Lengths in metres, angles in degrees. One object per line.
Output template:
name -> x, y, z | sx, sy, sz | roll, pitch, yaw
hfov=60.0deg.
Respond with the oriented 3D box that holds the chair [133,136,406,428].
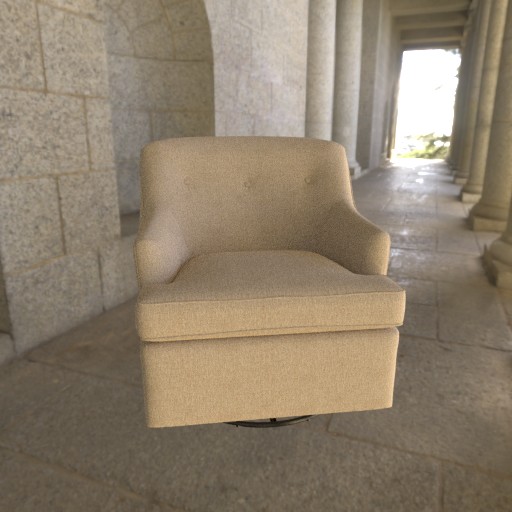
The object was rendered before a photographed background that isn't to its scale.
chair -> 0.000, 0.000, 1.646 | 0.864, 0.856, 0.923 | -2, 16, -7
